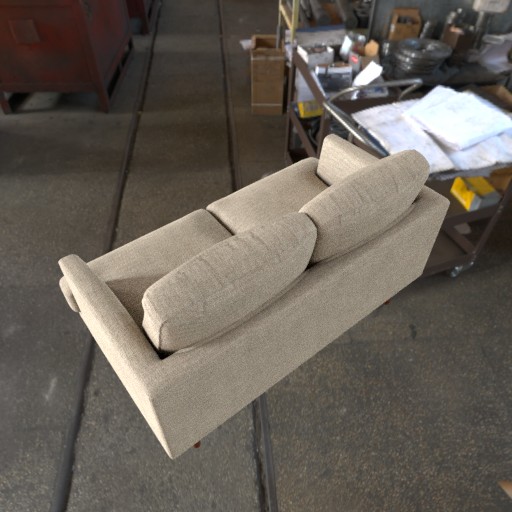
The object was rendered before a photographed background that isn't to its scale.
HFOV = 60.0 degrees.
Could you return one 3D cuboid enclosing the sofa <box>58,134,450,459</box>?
[{"bbox_3d":[0.000,0.000,2.076,1.582,0.944,0.903,-30,53,-26],"label":"sofa"}]
